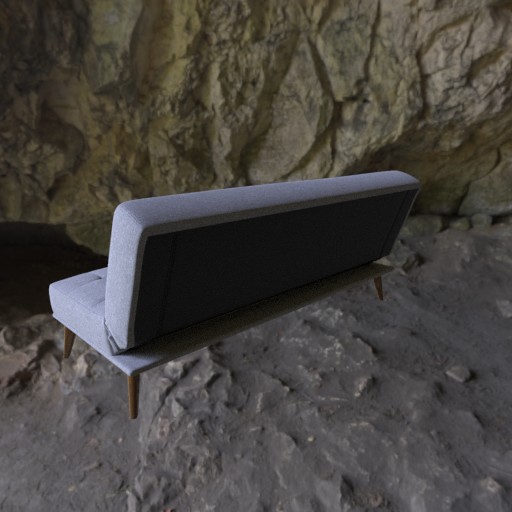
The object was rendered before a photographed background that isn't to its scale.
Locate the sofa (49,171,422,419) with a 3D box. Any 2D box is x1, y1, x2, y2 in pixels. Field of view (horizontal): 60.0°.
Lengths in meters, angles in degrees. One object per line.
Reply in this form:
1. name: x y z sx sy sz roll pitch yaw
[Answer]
1. sofa: 0.000 0.000 2.280 1.800 0.810 0.860 -15 21 -42
